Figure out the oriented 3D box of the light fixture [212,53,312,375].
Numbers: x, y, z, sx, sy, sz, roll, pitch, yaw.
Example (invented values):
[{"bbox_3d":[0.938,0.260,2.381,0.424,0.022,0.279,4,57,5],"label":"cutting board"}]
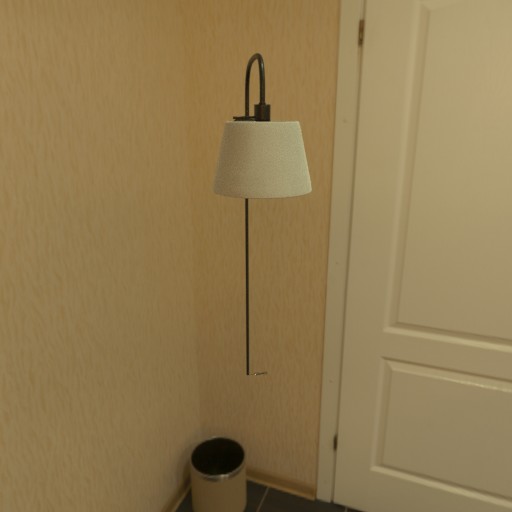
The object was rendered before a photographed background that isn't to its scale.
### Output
[{"bbox_3d":[0.000,0.000,0.476,0.092,0.399,0.176,-2,18,-7],"label":"light fixture"}]
